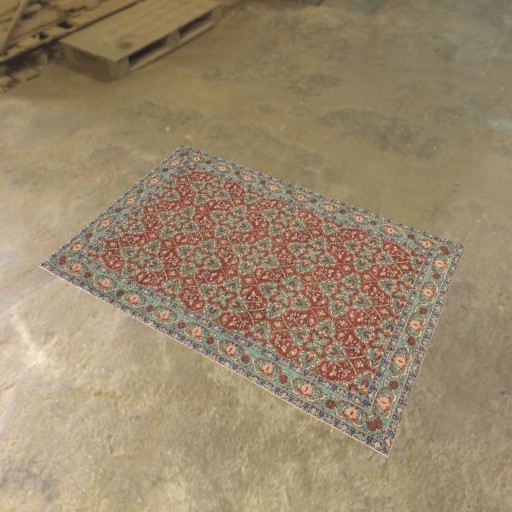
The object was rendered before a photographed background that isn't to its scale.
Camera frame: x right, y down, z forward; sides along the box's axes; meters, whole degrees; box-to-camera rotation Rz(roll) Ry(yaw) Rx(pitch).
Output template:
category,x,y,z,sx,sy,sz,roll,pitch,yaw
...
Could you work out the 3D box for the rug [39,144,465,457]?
category,x,y,z,sx,sy,sz,roll,pitch,yaw
rug,0.000,0.000,2.274,1.829,0.009,1.219,24,53,19
